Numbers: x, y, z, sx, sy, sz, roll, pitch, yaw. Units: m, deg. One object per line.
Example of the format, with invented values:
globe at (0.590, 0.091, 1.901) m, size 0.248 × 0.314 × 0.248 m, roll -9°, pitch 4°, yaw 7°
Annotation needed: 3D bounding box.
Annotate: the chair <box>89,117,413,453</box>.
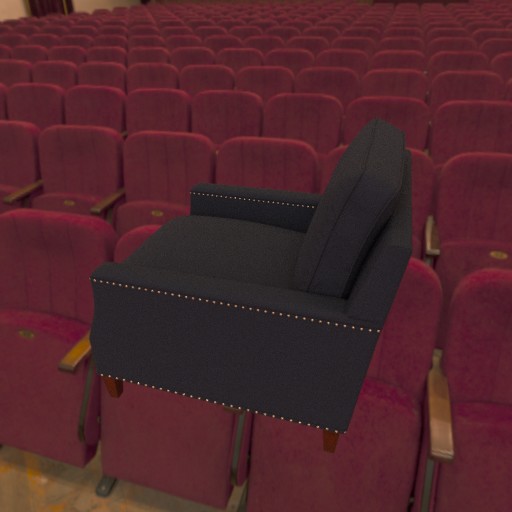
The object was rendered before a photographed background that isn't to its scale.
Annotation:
chair at (0.000, 0.000, 1.665) m, size 1.014 × 0.943 × 0.853 m, roll 8°, pitch 31°, yaw 15°
